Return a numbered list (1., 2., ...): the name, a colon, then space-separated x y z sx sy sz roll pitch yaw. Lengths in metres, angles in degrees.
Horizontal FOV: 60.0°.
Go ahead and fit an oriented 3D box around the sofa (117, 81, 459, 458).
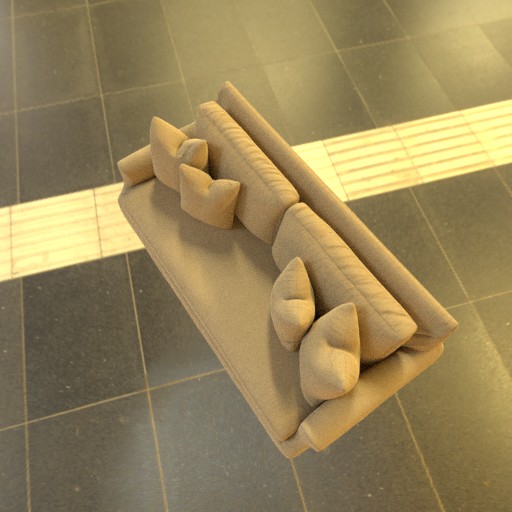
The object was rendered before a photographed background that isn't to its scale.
1. sofa: 0.000 0.000 2.850 1.067 0.904 2.285 -32 67 -15
